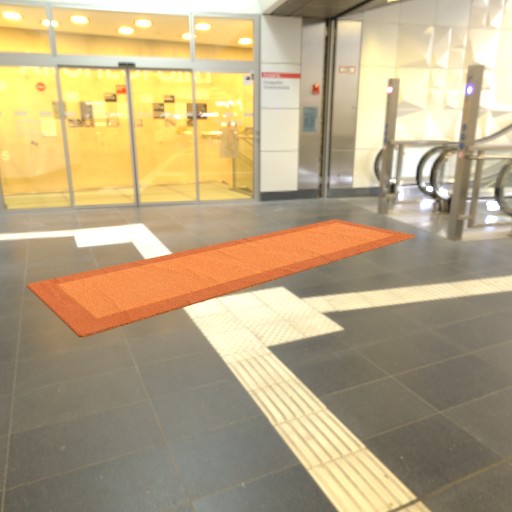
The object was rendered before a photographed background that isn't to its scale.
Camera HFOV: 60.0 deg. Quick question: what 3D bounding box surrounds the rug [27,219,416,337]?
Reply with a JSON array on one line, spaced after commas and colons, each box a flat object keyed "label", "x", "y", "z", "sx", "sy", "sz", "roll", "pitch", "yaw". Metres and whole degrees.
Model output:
[{"label": "rug", "x": 0.000, "y": 0.000, "z": 2.730, "sx": 2.471, "sy": 0.013, "sz": 0.914, "roll": -16, "pitch": 23, "yaw": -42}]
